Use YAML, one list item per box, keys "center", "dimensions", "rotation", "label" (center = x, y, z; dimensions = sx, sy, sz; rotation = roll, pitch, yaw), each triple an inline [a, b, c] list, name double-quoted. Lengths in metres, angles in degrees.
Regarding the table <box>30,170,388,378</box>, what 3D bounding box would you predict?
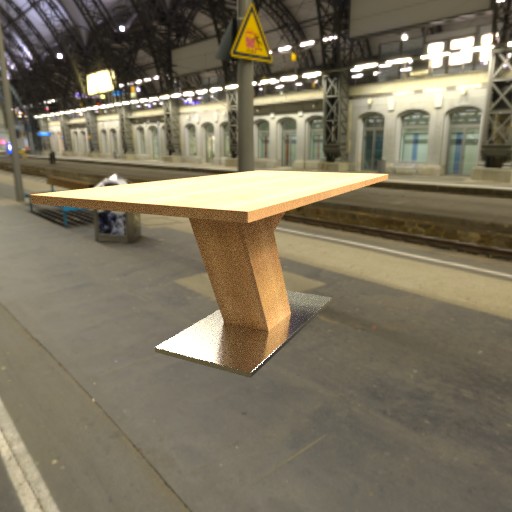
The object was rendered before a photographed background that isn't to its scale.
- center: [0.000, 0.000, 2.262]
  dimensions: [0.900, 0.750, 1.800]
  rotation: [7, 16, 27]
  label: "table"
